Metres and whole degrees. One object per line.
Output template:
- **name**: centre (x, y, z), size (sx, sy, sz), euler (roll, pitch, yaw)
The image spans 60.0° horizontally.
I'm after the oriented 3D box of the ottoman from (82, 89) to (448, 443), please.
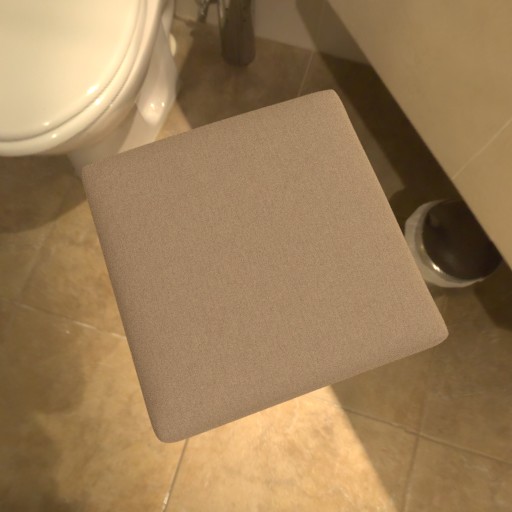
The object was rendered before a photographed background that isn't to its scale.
- **ottoman**: centre (0.000, 0.000, 1.660), size (1.041, 0.470, 1.041), euler (-19, 77, -5)
